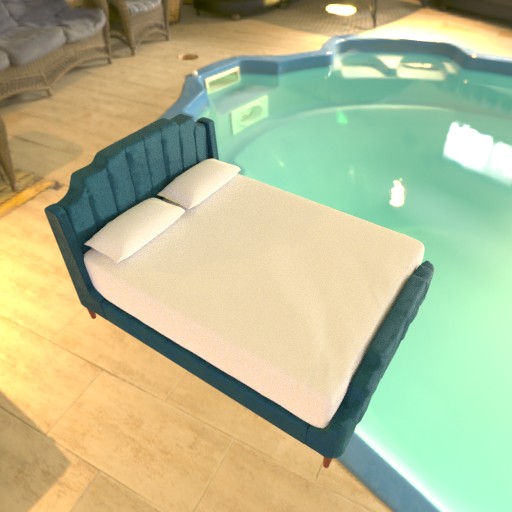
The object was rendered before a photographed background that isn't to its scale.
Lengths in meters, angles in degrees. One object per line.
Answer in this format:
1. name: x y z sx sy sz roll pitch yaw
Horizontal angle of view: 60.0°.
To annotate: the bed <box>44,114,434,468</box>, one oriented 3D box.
1. bed: 0.000 0.000 3.309 2.322 1.338 1.678 24 48 24
